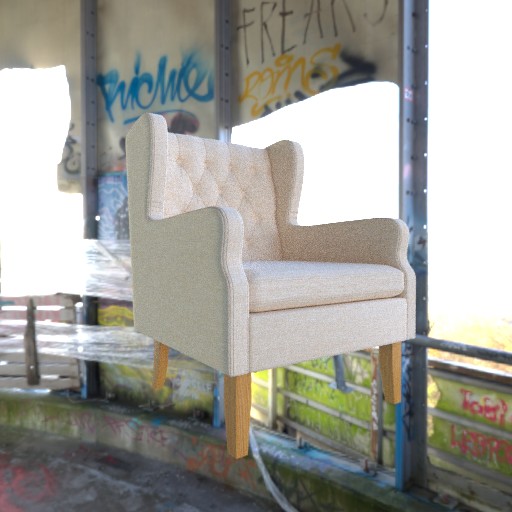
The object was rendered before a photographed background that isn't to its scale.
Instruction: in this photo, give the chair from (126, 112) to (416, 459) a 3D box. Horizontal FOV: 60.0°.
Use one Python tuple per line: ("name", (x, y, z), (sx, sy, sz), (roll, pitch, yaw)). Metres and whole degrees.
("chair", (0.000, 0.000, 1.492), (0.710, 0.930, 0.760), (-1, 1, -37))
